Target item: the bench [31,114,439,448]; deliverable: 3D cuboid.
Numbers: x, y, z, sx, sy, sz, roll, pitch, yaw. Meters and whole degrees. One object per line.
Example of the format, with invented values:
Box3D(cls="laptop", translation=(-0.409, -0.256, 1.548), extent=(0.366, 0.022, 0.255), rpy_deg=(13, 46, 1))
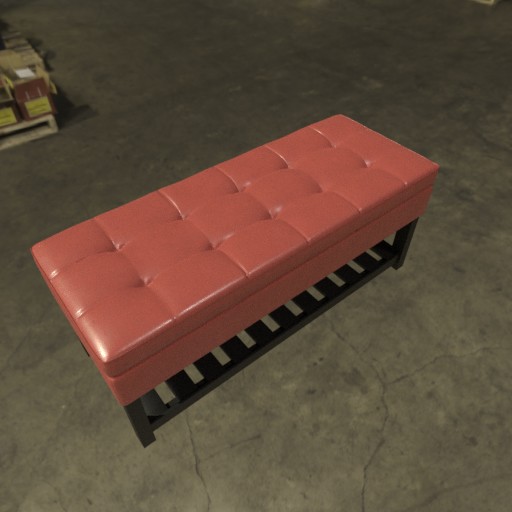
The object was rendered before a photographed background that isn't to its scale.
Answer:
Box3D(cls="bench", translation=(0.000, 0.000, 1.362), extent=(1.105, 0.460, 0.432), rpy_deg=(-29, 52, -26))
